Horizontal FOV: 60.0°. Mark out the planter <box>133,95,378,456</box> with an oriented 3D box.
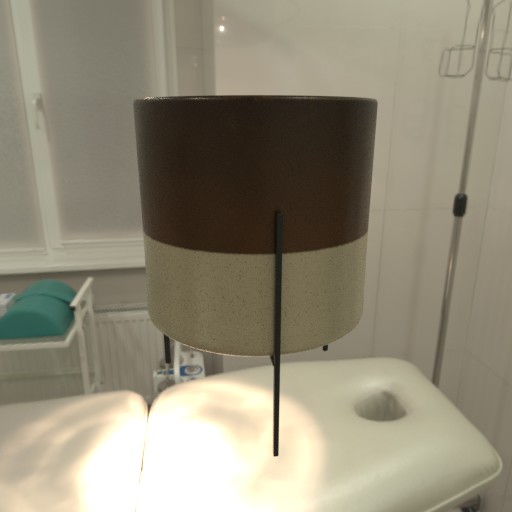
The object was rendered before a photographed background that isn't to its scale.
[{"bbox_3d":[0.000,0.000,0.702,0.345,0.465,0.354,-3,17,-8],"label":"planter"}]
